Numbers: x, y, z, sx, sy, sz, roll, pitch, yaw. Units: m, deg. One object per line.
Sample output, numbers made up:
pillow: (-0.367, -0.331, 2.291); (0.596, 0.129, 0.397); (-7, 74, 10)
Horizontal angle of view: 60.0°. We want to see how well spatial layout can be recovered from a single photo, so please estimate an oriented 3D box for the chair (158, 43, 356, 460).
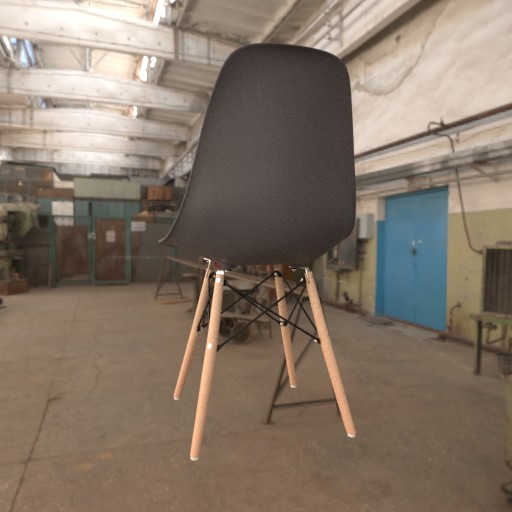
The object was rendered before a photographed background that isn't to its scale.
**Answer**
chair: (0.000, 0.000, 1.115); (0.470, 0.826, 0.533); (-1, 2, -17)
